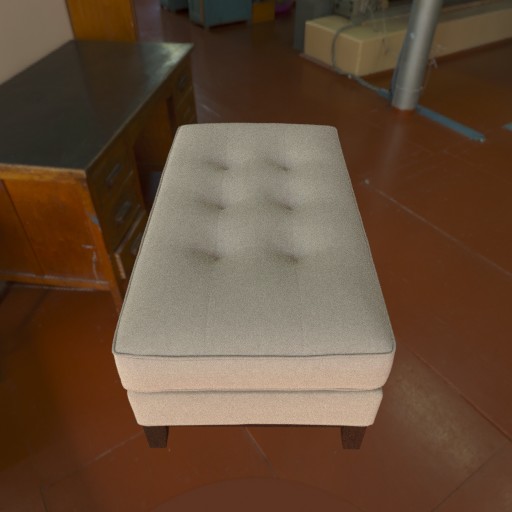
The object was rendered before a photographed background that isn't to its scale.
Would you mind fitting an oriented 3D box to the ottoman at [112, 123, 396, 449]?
[{"bbox_3d":[0.000,0.000,1.500,0.648,0.508,1.143,0,42,0],"label":"ottoman"}]
